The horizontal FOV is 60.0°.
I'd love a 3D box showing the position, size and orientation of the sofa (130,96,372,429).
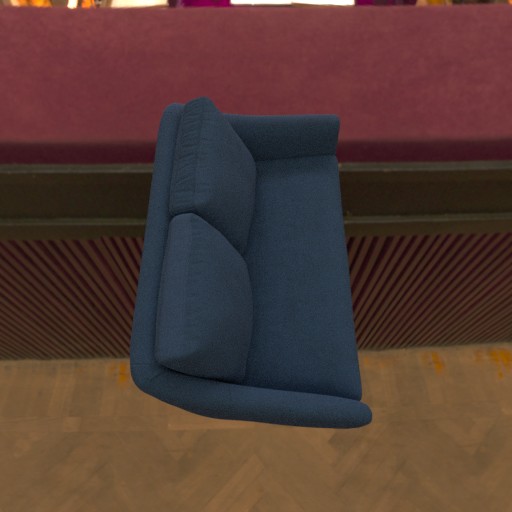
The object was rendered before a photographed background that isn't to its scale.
[{"bbox_3d":[0.000,0.000,2.229,0.960,0.902,1.619,0,63,0],"label":"sofa"}]
